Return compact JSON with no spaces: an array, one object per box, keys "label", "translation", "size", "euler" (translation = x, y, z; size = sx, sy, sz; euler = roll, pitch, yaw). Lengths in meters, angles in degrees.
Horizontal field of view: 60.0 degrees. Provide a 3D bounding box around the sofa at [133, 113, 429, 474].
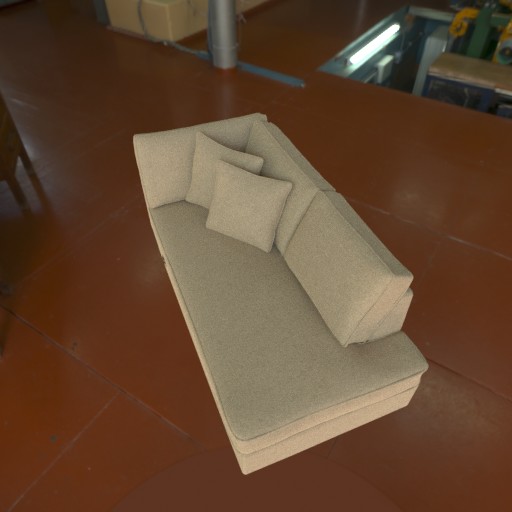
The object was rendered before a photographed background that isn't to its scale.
[{"label":"sofa","translation":[0.000,0.000,2.898],"size":[1.110,1.033,2.237],"euler":[-16,48,-16]}]
